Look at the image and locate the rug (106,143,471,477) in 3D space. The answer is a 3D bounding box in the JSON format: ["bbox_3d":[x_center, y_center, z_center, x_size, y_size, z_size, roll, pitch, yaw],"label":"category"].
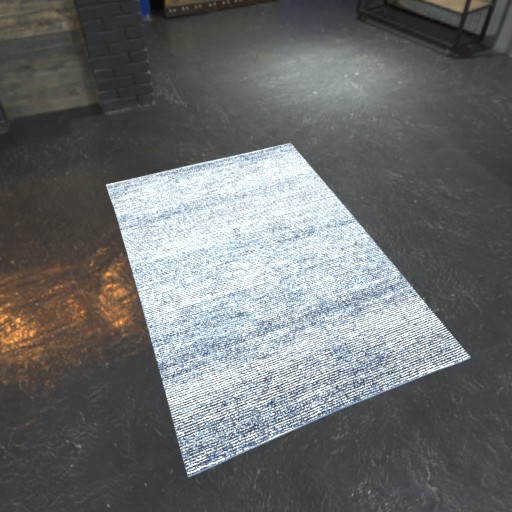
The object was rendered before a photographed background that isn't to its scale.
[{"bbox_3d":[0.000,0.000,2.979,1.624,0.030,2.349,-16,49,-15],"label":"rug"}]
